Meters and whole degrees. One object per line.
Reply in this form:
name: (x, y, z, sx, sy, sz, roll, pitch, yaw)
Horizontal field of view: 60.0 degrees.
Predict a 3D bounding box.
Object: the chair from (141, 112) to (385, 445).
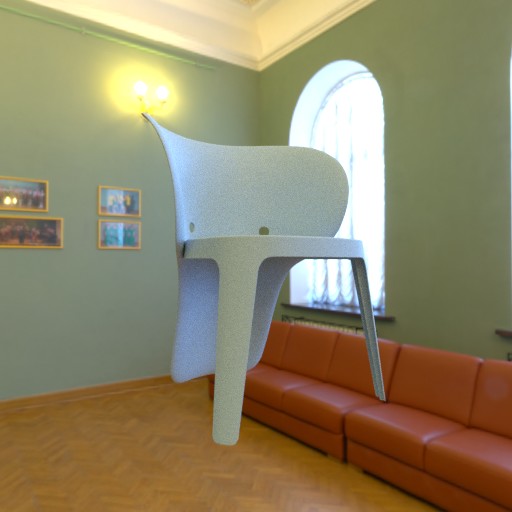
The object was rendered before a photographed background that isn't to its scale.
chair: (0.000, 0.000, 0.888, 0.451, 0.554, 0.402, 1, -1, -36)
